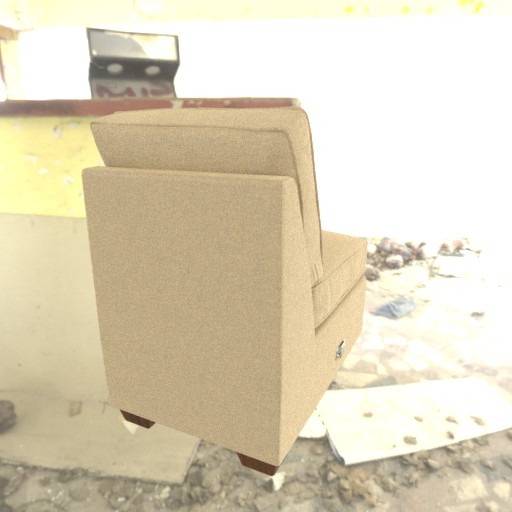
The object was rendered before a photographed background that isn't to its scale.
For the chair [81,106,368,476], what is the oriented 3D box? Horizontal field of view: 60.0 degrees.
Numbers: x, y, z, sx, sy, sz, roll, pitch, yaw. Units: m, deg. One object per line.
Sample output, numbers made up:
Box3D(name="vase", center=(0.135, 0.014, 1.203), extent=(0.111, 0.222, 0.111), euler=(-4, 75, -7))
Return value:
Box3D(name="chair", center=(0.000, 0.000, 1.561), extent=(0.621, 0.970, 0.938), euler=(8, 18, 26))
